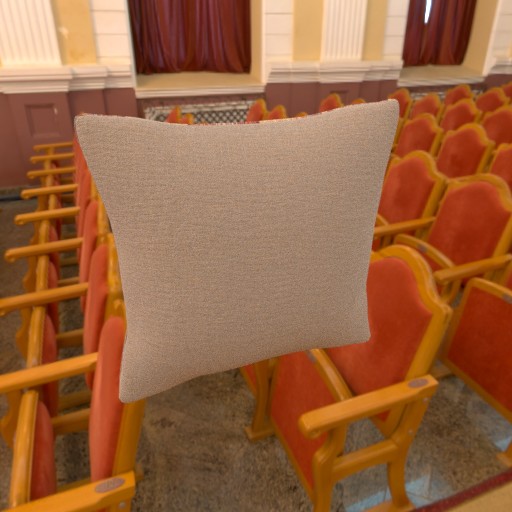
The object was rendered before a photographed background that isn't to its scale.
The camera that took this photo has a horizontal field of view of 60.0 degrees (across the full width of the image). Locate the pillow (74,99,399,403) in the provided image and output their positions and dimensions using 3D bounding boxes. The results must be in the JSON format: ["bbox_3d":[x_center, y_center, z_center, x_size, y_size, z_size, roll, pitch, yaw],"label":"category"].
[{"bbox_3d":[0.000,0.000,0.644,0.437,0.419,0.136,-9,28,-19],"label":"pillow"}]
